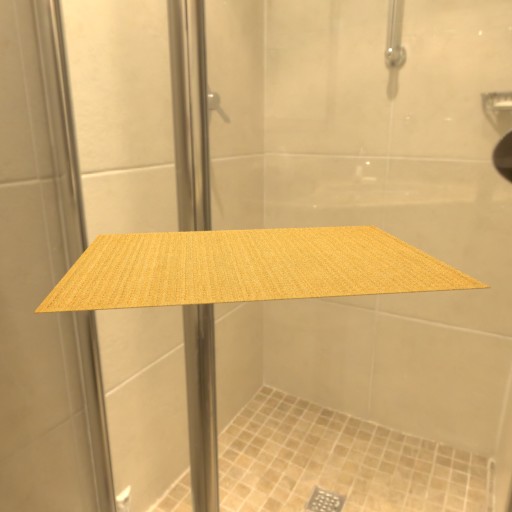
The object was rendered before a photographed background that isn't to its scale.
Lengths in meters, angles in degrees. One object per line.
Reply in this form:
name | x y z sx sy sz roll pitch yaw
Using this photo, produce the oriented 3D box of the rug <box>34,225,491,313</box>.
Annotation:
rug | 0.000 0.000 3.712 2.895 0.006 1.981 -2 16 -8
